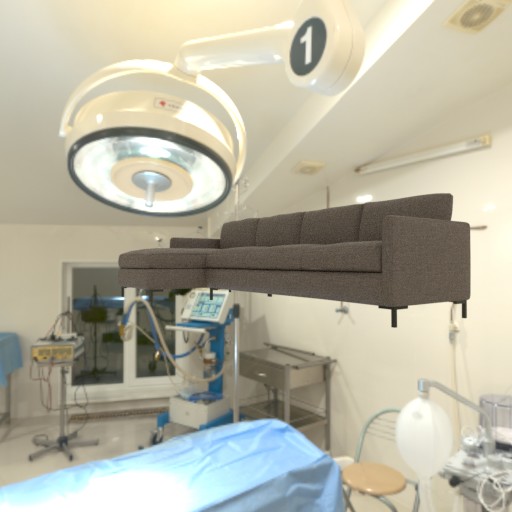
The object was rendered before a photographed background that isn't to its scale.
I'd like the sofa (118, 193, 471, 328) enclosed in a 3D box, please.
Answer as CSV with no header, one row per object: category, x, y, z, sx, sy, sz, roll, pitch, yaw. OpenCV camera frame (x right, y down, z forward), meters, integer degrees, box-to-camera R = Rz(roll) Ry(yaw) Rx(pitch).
sofa,0.000,0.000,3.371,1.258,0.754,2.731,0,-1,-35
